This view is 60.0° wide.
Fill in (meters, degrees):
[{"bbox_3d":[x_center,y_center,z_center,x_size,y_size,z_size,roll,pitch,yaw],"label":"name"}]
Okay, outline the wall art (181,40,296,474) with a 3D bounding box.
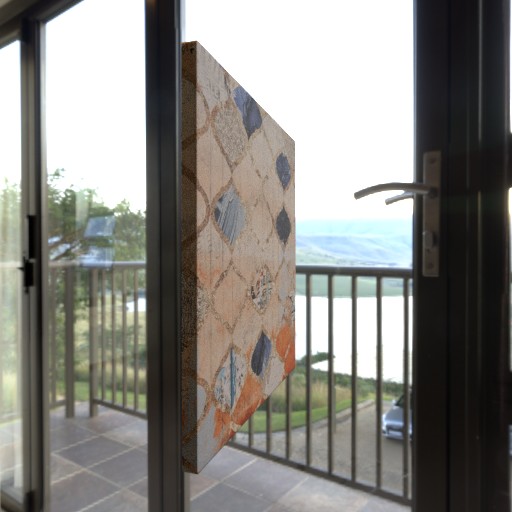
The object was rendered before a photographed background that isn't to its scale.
[{"bbox_3d":[0.000,0.000,1.363,0.039,0.914,0.912,0,1,18],"label":"wall art"}]
